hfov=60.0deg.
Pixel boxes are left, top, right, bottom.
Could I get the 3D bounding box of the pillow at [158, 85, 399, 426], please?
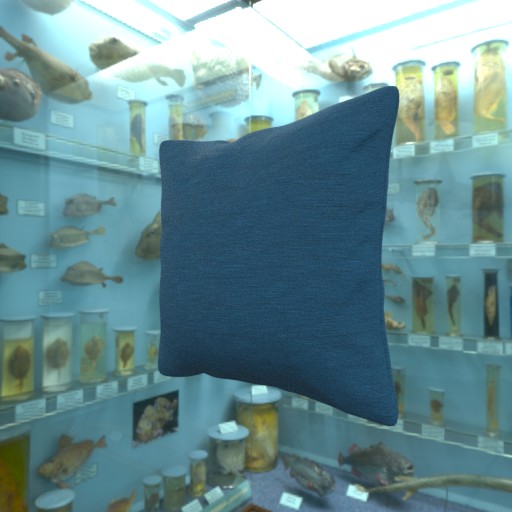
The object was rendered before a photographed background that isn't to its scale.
[{"bbox_3d":[0.000,0.000,0.670,0.437,0.420,0.177,-1,-1,37],"label":"pillow"}]
